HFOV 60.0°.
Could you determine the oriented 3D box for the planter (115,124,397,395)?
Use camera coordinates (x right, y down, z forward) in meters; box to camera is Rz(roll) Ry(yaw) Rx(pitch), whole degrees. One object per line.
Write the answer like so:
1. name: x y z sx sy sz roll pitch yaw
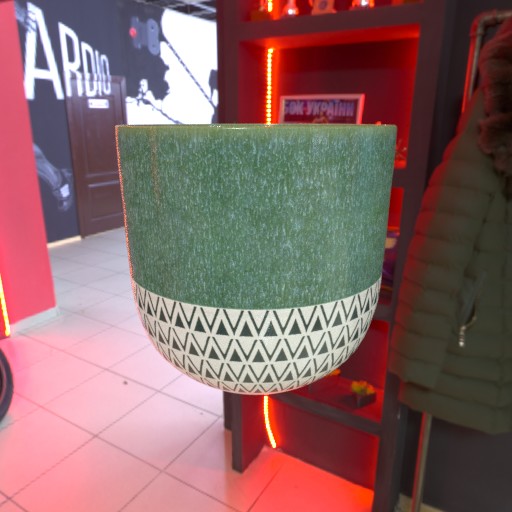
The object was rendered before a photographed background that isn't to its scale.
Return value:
1. planter: 0.000 0.000 0.475 0.266 0.270 0.266 0 17 0
